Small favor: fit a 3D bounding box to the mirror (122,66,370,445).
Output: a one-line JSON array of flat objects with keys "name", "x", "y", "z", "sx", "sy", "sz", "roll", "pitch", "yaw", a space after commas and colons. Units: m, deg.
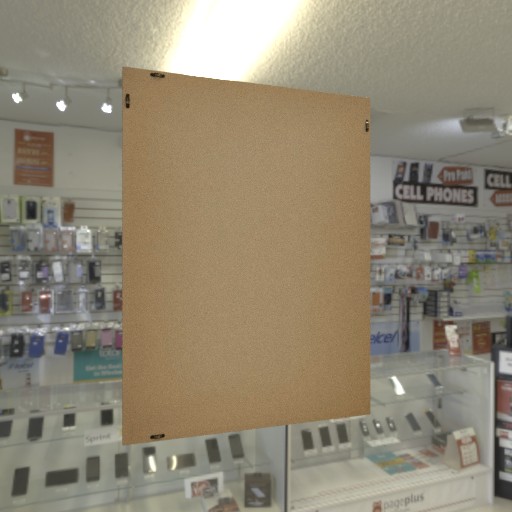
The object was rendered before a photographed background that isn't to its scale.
[{"name": "mirror", "x": 0.000, "y": 0.000, "z": 1.320, "sx": 0.762, "sy": 1.016, "sz": 0.041, "roll": 0, "pitch": 0, "yaw": -18}]
